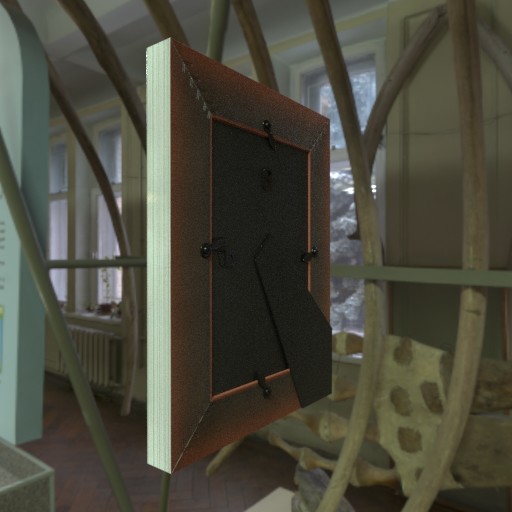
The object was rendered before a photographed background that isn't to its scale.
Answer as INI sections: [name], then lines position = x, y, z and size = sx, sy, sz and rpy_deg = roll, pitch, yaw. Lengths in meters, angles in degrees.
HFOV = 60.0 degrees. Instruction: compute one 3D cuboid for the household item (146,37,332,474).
[household item]
position = 0.000, 0.000, 0.291
size = 0.025, 0.216, 0.165
rpy_deg = 0, 0, 38
